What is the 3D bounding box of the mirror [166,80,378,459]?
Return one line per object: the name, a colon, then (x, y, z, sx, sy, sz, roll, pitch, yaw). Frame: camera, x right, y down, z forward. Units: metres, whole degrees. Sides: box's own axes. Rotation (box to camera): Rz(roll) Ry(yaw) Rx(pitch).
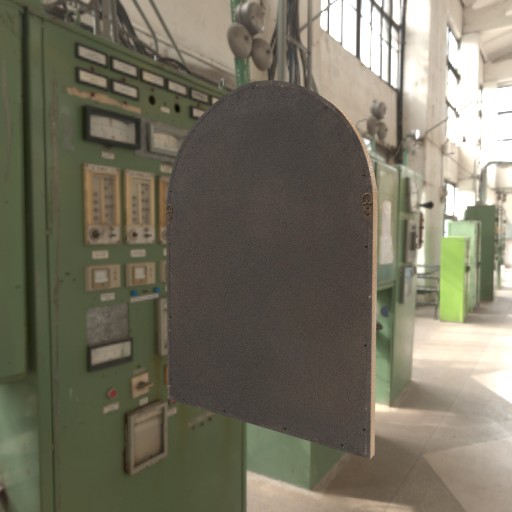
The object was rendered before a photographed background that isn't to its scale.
mirror: (0.000, 0.000, 1.200, 0.660, 0.920, 0.032, 2, 3, 35)
